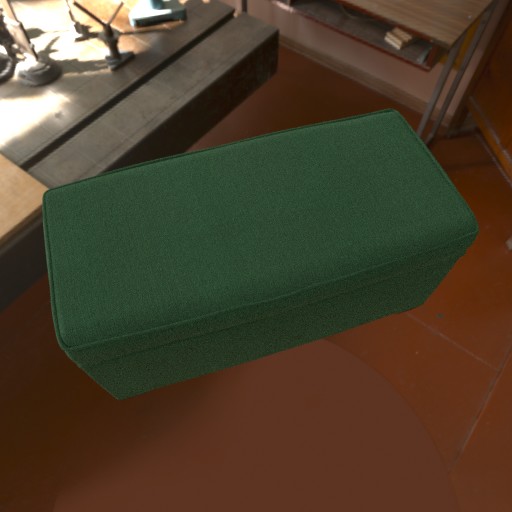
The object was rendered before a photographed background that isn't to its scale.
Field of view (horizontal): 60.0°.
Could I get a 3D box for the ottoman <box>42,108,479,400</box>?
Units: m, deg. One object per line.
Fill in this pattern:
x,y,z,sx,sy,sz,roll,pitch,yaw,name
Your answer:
0.000,0.000,1.209,0.957,0.471,0.483,-15,61,-9,ottoman
